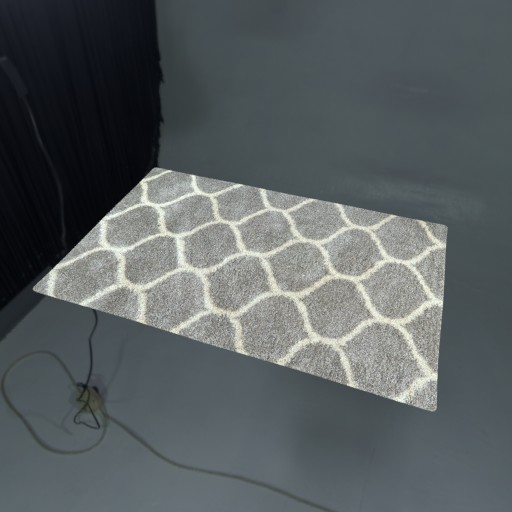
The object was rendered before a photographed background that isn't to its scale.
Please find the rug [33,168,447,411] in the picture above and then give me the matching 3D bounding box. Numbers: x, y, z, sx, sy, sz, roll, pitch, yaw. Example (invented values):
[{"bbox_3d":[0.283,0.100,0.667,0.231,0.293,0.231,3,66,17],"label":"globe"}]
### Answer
[{"bbox_3d":[0.000,0.000,2.915,2.348,0.025,1.501,14,44,14],"label":"rug"}]
